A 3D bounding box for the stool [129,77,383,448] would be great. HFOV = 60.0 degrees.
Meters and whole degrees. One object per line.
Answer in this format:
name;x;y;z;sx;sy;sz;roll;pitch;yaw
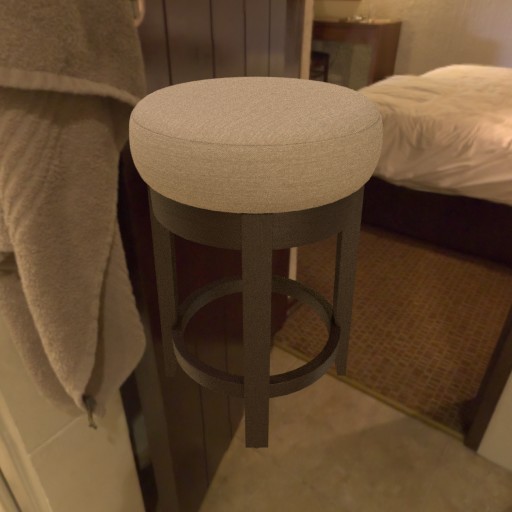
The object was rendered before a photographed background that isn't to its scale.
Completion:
stool;0.000;0.000;0.935;0.443;0.672;0.443;0;32;0
